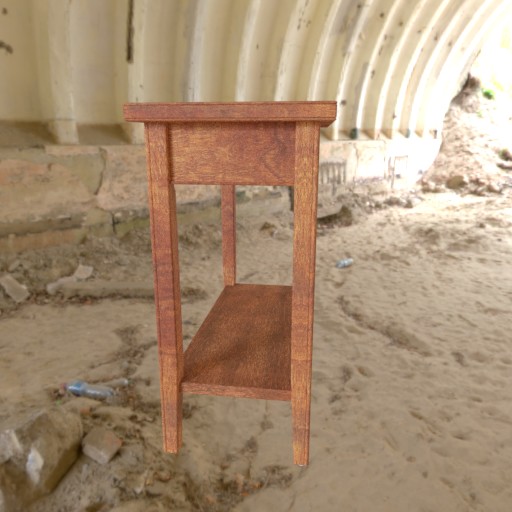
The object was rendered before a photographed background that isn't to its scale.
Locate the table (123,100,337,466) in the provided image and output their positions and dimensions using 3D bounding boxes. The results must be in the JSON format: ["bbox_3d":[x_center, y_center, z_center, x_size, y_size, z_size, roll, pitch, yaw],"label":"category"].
[{"bbox_3d":[0.000,0.000,0.987,0.305,0.610,0.610,2,15,8],"label":"table"}]
